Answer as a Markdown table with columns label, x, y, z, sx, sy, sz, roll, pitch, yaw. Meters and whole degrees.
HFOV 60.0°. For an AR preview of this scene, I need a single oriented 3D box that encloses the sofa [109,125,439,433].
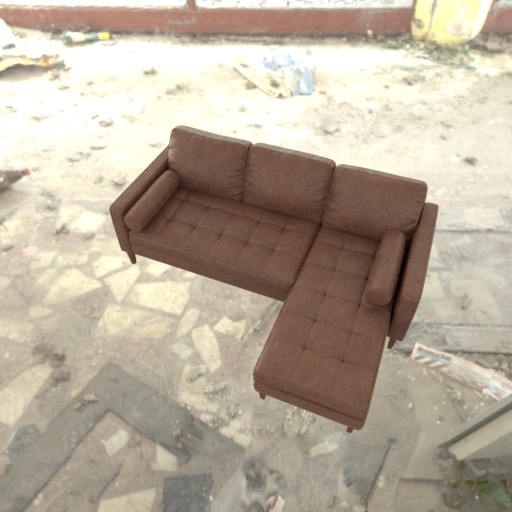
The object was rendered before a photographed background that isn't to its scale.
| label | x | y | z | sx | sy | sz | roll | pitch | yaw |
| --- | --- | --- | --- | --- | --- | --- | --- | --- | --- |
| sofa | 0.000 | 0.000 | 3.039 | 2.185 | 0.841 | 1.613 | 17 | 50 | 15 |
